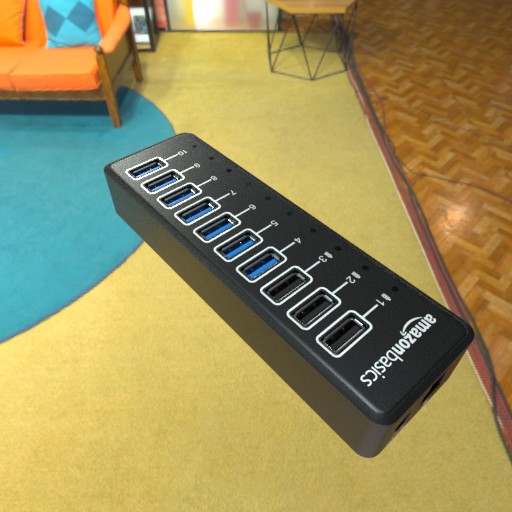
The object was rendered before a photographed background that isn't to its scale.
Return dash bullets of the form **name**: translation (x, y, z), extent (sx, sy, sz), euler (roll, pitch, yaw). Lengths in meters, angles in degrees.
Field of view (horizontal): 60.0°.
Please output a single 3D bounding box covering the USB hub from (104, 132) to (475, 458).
- **USB hub**: translation (0.000, 0.000, 0.162), extent (0.044, 0.023, 0.145), euler (-32, 54, -27)
